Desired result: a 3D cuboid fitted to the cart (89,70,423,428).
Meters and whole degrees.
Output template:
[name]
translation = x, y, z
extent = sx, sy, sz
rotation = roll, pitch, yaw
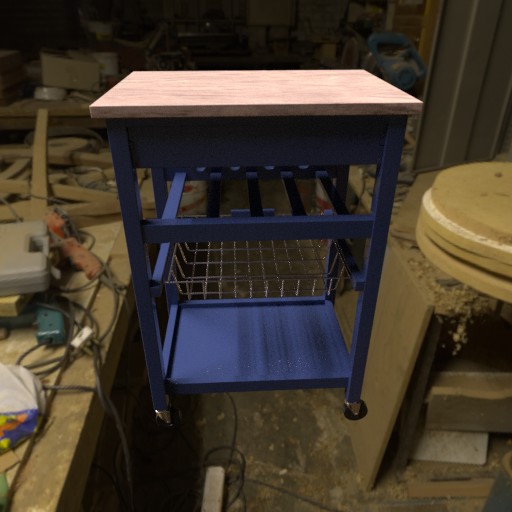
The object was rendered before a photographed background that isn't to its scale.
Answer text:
[cart]
translation = 0.000, 0.000, 1.145
extent = 0.584, 0.839, 0.403
rotation = -2, 30, -3
